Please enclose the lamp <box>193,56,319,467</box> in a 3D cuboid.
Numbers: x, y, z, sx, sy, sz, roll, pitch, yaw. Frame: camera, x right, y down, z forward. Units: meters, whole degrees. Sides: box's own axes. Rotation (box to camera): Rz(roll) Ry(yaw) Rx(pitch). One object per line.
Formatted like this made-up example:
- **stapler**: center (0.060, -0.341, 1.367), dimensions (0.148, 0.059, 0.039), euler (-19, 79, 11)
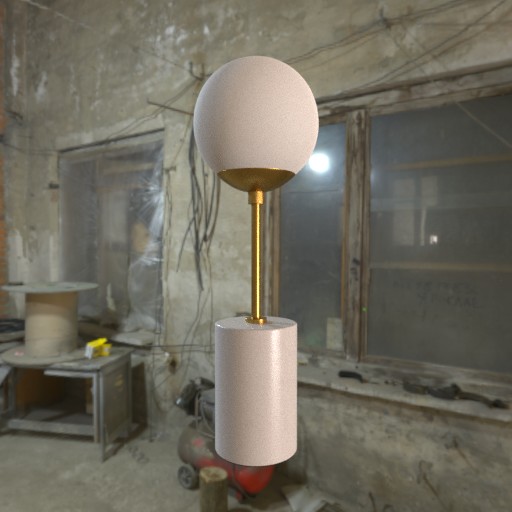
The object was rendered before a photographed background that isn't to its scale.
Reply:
- **lamp**: center (0.000, 0.000, 0.551), dimensions (0.153, 0.480, 0.153), euler (0, 1, 0)
